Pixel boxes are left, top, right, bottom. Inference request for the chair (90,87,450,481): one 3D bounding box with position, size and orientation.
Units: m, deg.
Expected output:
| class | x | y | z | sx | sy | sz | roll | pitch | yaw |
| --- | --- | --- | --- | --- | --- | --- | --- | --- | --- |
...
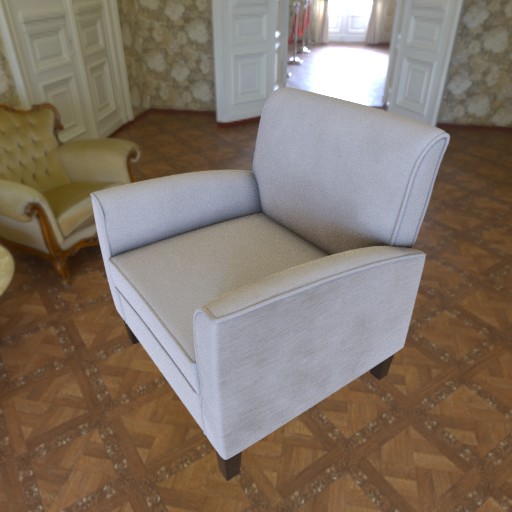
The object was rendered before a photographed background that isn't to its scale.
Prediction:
| class | x | y | z | sx | sy | sz | roll | pitch | yaw |
| --- | --- | --- | --- | --- | --- | --- | --- | --- | --- |
| chair | 0.000 | 0.000 | 1.503 | 0.821 | 0.915 | 0.820 | -21 | 38 | -30 |
